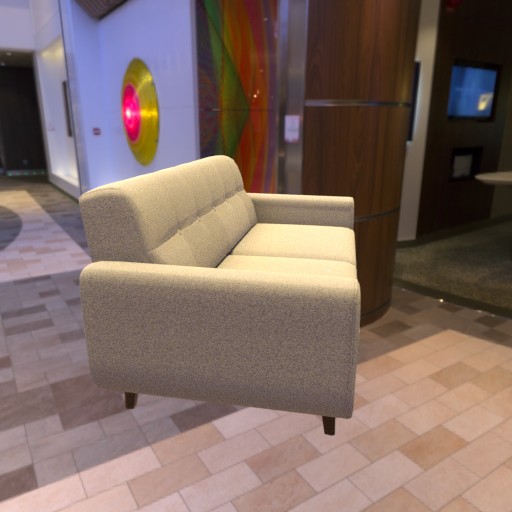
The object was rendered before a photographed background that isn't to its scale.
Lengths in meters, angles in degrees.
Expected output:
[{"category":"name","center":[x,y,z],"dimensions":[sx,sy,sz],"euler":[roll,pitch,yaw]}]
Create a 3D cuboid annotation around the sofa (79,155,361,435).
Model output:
[{"category":"sofa","center":[0.000,0.000,2.199],"dimensions":[0.980,0.892,1.655],"euler":[3,17,11]}]
